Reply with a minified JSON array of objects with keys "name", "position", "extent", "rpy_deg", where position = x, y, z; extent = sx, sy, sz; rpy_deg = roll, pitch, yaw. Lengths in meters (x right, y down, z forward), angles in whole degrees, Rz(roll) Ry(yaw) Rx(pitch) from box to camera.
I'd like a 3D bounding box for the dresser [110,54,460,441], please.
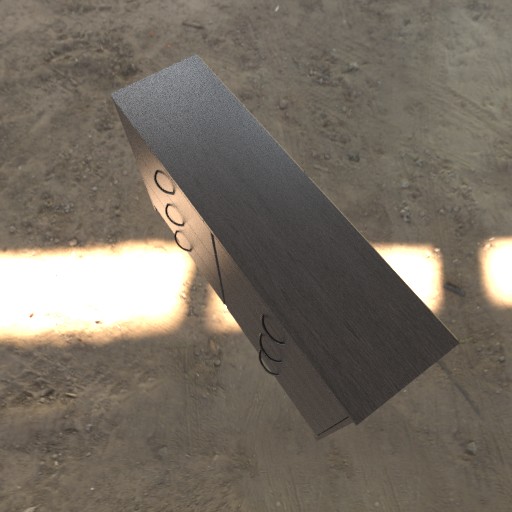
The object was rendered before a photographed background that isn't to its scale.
[{"name":"dresser","position":[0.000,0.000,1.729],"extent":[0.401,0.755,1.360],"rpy_deg":[-32,68,-15]}]
